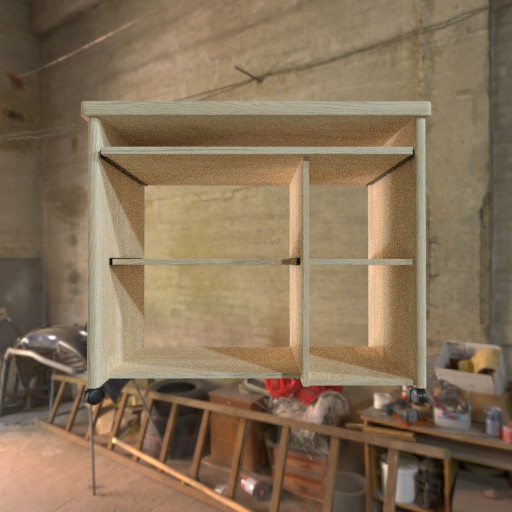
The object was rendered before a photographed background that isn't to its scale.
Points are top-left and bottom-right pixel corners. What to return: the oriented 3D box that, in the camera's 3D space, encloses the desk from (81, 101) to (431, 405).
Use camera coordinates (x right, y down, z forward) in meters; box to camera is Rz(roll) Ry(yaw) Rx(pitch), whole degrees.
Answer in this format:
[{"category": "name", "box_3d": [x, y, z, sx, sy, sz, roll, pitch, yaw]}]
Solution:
[{"category": "desk", "box_3d": [0.000, 0.000, 1.343, 0.885, 0.770, 0.480, 0, -1, 0]}]
